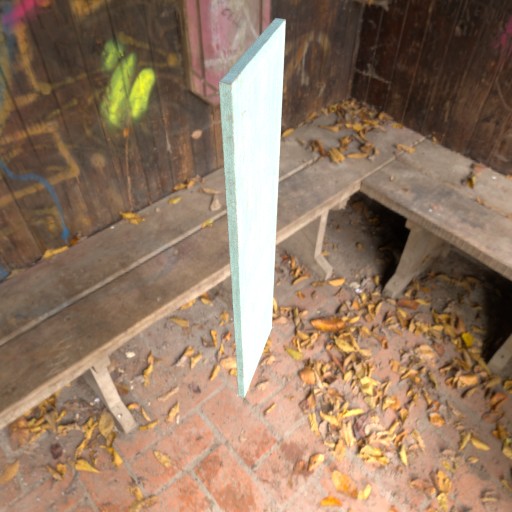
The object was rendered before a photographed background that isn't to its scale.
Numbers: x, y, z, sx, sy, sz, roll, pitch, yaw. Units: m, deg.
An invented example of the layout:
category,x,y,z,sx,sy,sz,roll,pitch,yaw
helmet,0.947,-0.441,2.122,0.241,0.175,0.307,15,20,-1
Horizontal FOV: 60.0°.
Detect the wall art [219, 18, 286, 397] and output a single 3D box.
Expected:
category,x,y,z,sx,sy,sz,roll,pitch,yaw
wall art,0.000,0.000,1.328,0.025,1.219,0.329,14,49,13
